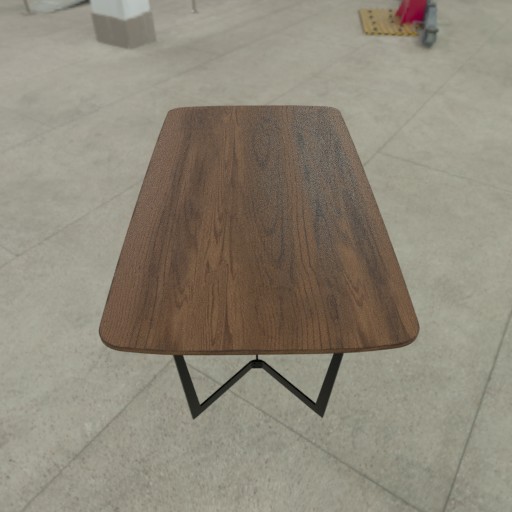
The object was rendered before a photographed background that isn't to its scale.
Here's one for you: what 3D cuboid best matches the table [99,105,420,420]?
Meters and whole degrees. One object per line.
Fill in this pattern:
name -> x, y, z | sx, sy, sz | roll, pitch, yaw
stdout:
table -> 0.000, 0.000, 2.087 | 0.949, 0.765, 1.643 | -1, 42, -1
